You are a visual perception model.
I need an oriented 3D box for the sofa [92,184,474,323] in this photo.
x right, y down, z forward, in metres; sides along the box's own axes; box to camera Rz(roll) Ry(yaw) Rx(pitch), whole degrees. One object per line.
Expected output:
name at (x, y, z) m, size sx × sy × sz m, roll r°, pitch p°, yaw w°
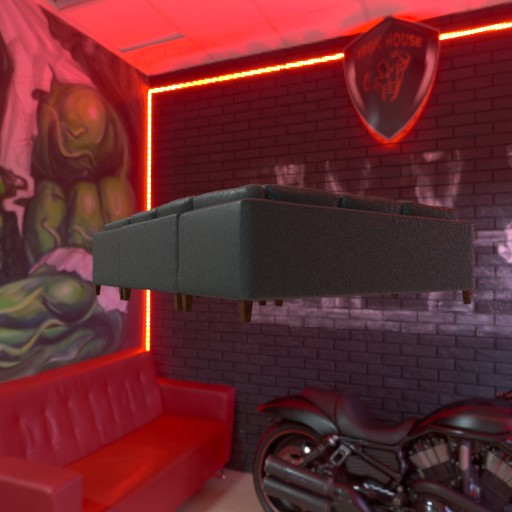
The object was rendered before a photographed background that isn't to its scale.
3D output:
sofa at (0.000, 0.000, 4.761) m, size 2.593 × 0.923 × 3.460 m, roll 1°, pitch -2°, yaw -34°
